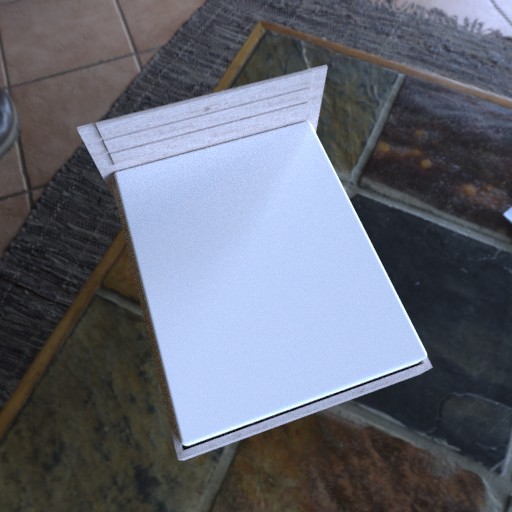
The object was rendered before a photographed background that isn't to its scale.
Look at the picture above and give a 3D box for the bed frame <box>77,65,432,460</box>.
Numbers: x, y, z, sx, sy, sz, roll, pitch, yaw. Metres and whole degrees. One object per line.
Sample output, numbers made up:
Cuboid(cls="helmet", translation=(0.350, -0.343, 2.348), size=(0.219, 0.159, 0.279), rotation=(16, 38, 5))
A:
Cuboid(cls="bed frame", translation=(0.000, 0.000, 2.999), size=(1.750, 0.970, 2.080), rotation=(-17, 66, -8))
